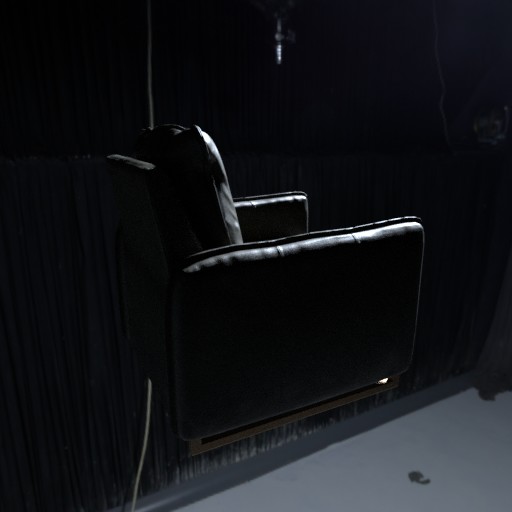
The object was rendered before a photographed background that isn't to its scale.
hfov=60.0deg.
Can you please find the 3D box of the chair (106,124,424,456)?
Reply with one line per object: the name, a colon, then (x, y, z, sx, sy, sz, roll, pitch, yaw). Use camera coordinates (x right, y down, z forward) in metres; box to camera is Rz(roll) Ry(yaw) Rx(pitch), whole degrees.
chair: (0.000, 0.000, 1.629, 0.921, 0.921, 0.830, -8, 18, -26)
